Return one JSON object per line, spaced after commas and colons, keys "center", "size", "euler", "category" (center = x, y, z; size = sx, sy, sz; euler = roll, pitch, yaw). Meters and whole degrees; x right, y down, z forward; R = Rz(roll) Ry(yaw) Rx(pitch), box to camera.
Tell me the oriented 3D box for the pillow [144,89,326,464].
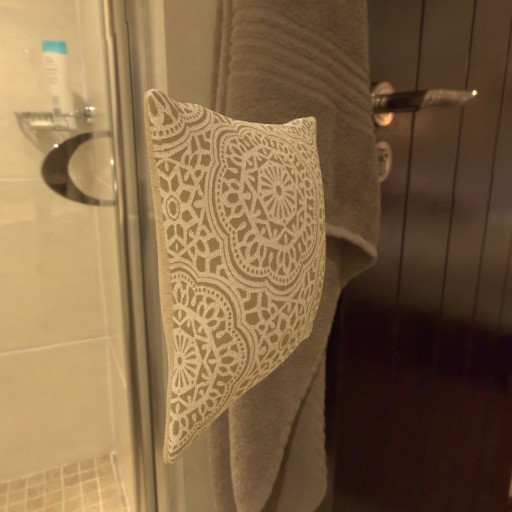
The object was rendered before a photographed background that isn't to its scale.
{"center": [0.000, 0.000, 0.655], "size": [0.167, 0.421, 0.438], "euler": [7, 16, 28], "category": "pillow"}
